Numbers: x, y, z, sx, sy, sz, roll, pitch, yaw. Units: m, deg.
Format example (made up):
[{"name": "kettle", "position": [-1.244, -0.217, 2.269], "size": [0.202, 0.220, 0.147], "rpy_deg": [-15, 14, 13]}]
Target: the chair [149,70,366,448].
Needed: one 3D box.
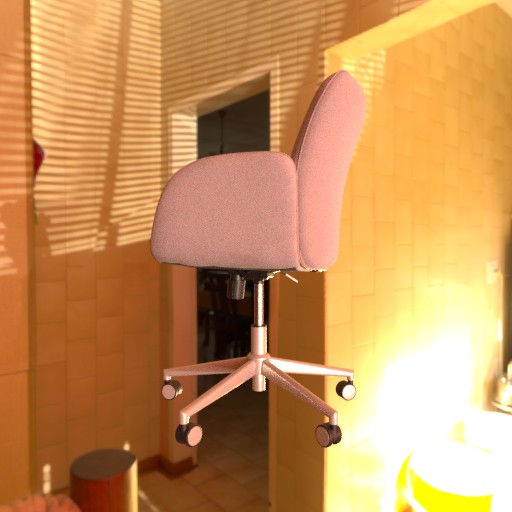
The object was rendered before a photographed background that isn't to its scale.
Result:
[{"name": "chair", "position": [0.000, 0.000, 1.379], "size": [0.654, 0.959, 0.648], "rpy_deg": [1, 2, 18]}]
